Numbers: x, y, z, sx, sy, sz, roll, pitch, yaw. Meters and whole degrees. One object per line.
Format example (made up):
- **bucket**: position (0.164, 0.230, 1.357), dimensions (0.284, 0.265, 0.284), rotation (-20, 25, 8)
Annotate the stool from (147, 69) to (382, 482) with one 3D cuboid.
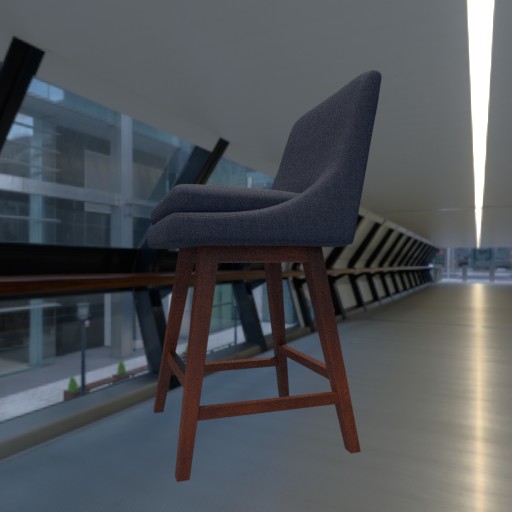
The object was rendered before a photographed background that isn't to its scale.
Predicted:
- **stool**: position (0.000, 0.000, 1.164), dimensions (0.524, 0.895, 0.467), rotation (0, 0, -19)
